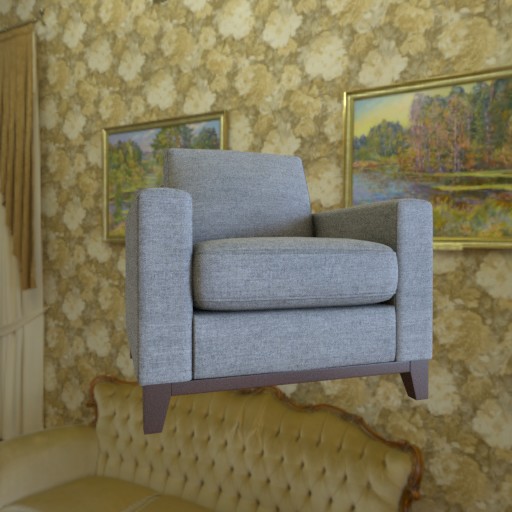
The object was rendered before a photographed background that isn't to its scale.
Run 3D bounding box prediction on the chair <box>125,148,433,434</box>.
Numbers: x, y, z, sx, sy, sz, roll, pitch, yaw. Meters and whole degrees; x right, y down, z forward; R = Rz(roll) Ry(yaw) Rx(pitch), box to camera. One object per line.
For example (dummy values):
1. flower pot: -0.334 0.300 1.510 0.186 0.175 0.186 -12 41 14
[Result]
1. chair: 0.000 0.000 1.863 1.024 1.010 1.038 0 1 -18
